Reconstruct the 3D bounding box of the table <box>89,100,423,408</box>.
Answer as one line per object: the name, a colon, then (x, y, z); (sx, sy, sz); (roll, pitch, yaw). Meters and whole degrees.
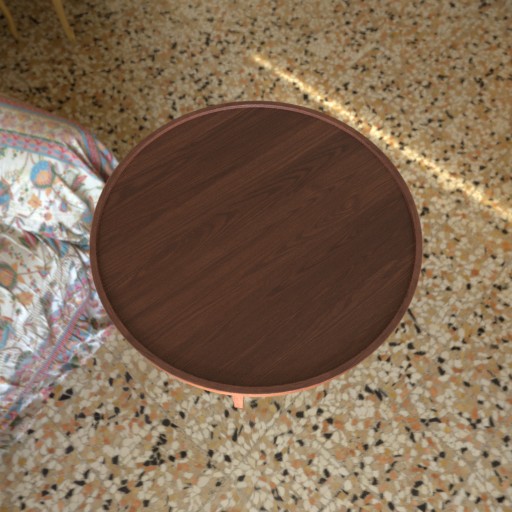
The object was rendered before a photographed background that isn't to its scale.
table: (0.000, 0.000, 1.237); (0.800, 0.360, 0.800); (0, 64, 0)
